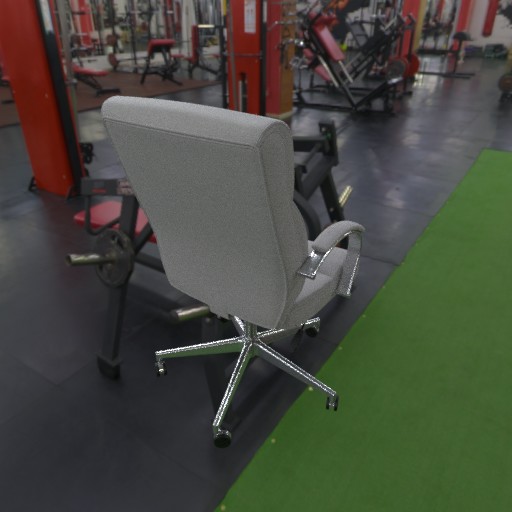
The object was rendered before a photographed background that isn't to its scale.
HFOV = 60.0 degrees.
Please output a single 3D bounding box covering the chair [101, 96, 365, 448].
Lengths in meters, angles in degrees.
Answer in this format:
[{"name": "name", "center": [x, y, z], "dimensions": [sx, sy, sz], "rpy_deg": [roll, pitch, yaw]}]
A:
[{"name": "chair", "center": [0.000, 0.000, 1.551], "dimensions": [0.727, 1.099, 0.745], "rpy_deg": [19, 34, 31]}]
